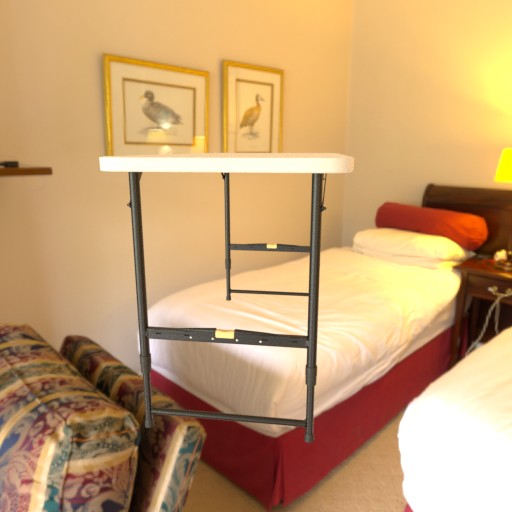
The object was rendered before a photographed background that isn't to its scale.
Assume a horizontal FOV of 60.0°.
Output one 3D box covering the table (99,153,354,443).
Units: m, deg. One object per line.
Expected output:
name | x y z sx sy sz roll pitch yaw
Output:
table | 0.000 0.000 1.646 0.610 0.737 1.219 2 14 8
